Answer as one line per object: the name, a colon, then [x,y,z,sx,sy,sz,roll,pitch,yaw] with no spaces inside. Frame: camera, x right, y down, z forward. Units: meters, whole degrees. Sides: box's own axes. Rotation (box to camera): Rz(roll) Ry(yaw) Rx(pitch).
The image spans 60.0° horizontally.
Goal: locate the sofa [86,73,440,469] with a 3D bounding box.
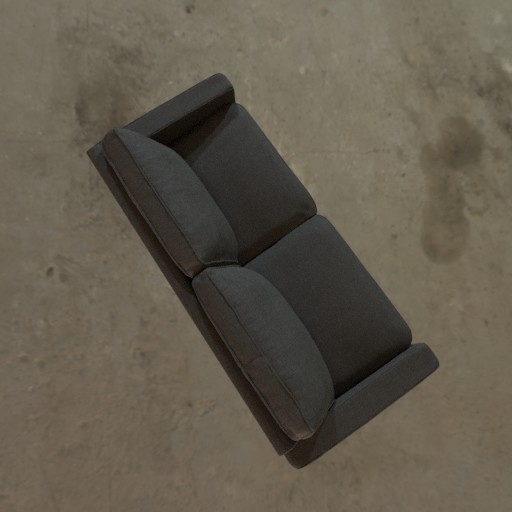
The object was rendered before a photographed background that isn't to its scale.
sofa: [0.000,0.000,2.518,0.940,0.919,2.080,-33,79,-8]
